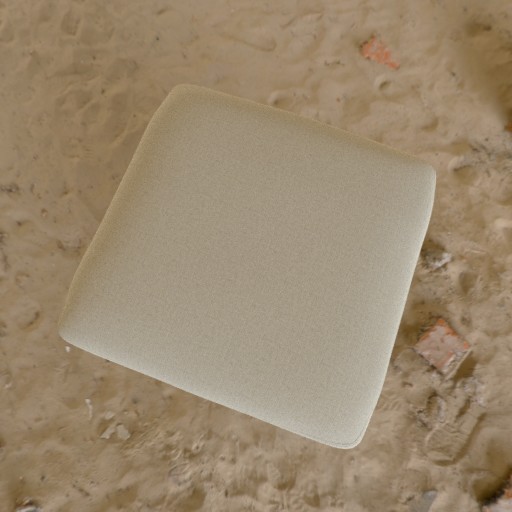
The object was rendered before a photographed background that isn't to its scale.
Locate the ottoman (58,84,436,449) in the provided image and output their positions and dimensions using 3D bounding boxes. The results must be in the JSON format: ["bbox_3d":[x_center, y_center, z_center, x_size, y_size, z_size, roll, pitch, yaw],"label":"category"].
[{"bbox_3d":[0.000,0.000,1.526,0.996,0.467,0.977,20,75,5],"label":"ottoman"}]
